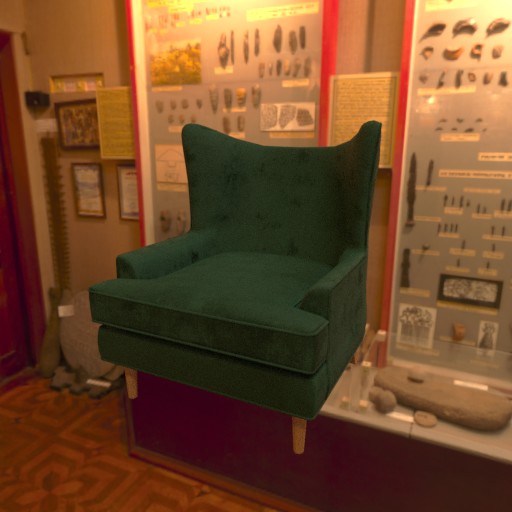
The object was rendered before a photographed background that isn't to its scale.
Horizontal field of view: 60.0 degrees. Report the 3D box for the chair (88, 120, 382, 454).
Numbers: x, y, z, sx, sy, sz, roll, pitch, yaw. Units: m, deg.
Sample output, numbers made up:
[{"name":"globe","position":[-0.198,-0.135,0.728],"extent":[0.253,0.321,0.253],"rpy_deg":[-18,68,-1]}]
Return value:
[{"name":"chair","position":[0.000,0.000,1.627],"extent":[0.793,0.952,0.910],"rpy_deg":[7,17,26]}]
